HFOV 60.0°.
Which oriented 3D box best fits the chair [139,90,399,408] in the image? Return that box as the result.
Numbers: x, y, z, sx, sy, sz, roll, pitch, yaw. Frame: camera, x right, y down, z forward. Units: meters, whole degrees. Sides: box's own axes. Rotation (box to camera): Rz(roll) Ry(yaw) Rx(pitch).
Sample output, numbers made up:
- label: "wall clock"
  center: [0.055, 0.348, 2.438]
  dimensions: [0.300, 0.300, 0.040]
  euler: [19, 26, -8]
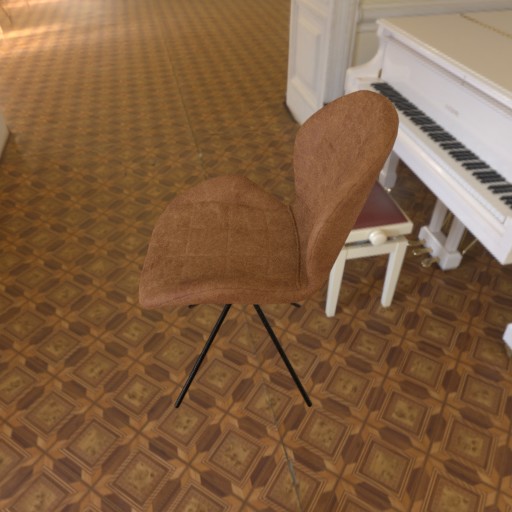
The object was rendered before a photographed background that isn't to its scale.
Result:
- label: "chair"
  center: [0.000, 0.000, 1.308]
  dimensions: [0.640, 0.929, 0.527]
  euler: [0, 41, 0]
